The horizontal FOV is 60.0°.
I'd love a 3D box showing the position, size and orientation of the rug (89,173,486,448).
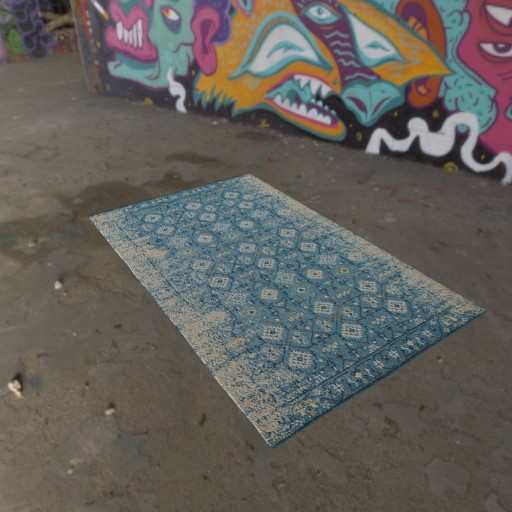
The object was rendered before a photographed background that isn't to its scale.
[{"bbox_3d":[0.000,0.000,3.003,1.530,0.015,2.449,-21,38,-28],"label":"rug"}]
